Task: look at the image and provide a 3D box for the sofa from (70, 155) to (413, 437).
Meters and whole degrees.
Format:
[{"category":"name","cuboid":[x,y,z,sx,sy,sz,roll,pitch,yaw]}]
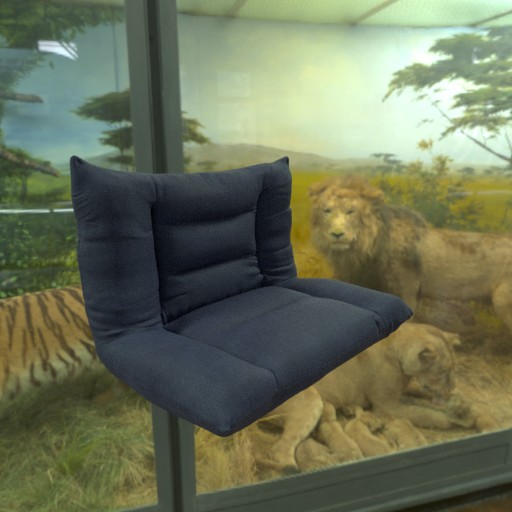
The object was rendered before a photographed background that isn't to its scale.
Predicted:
[{"category":"sofa","cuboid":[0.000,0.000,1.728,0.849,0.778,1.122,13,20,42]}]
